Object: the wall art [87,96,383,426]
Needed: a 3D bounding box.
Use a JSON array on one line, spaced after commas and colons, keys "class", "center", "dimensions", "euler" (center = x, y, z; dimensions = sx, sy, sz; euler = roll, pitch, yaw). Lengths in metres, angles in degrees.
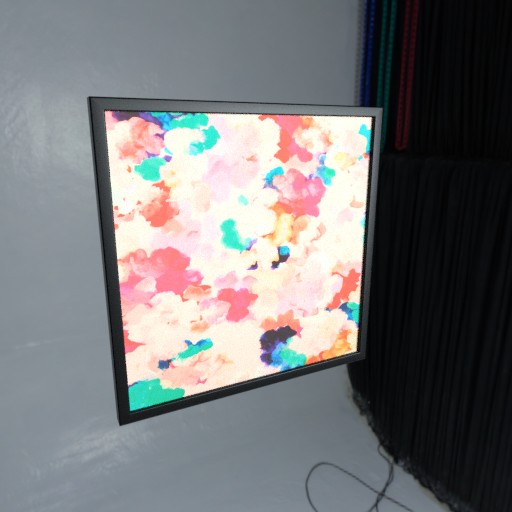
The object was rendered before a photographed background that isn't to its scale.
[{"class": "wall art", "center": [0.000, 0.000, 1.153], "dimensions": [0.756, 0.755, 0.036], "euler": [-7, 17, -26]}]
